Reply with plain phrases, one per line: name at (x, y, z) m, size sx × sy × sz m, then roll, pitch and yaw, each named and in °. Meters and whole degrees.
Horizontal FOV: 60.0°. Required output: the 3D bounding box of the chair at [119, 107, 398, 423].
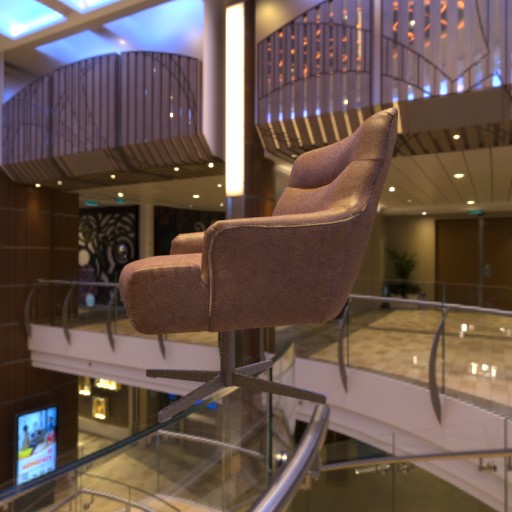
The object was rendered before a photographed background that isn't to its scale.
chair at (0.000, 0.000, 1.478) m, size 0.874 × 0.869 × 0.729 m, roll 0°, pitch 0°, yaw -18°
